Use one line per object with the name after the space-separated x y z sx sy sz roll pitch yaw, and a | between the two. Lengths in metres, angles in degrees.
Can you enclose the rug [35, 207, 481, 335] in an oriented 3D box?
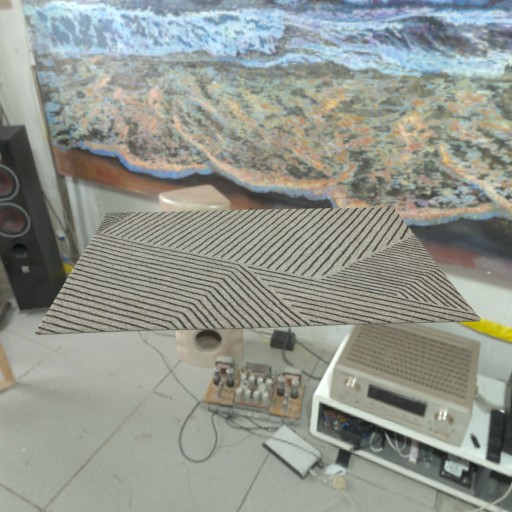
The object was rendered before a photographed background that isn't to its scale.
0.000 0.000 3.040 2.406 0.023 1.539 -1 30 -2 | rug
